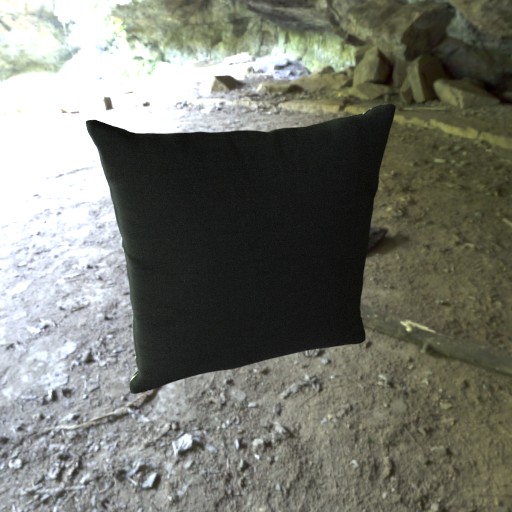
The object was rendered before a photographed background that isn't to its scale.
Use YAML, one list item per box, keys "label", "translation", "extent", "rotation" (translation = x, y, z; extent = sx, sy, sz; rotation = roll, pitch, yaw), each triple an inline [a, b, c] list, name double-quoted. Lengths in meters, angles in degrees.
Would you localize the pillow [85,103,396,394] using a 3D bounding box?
- label: "pillow"
  translation: [0.000, 0.000, 0.685]
  extent: [0.432, 0.432, 0.139]
  rotation: [-9, 28, -16]
